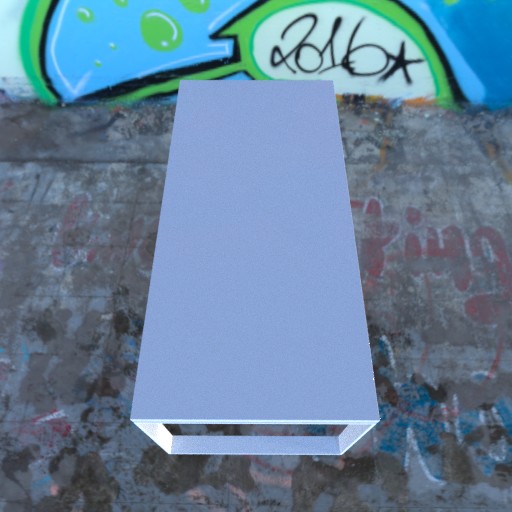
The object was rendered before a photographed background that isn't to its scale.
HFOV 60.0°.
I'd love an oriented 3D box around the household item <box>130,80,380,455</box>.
[{"bbox_3d":[0.000,0.000,2.184,0.800,0.745,1.700,0,58,0],"label":"household item"}]
